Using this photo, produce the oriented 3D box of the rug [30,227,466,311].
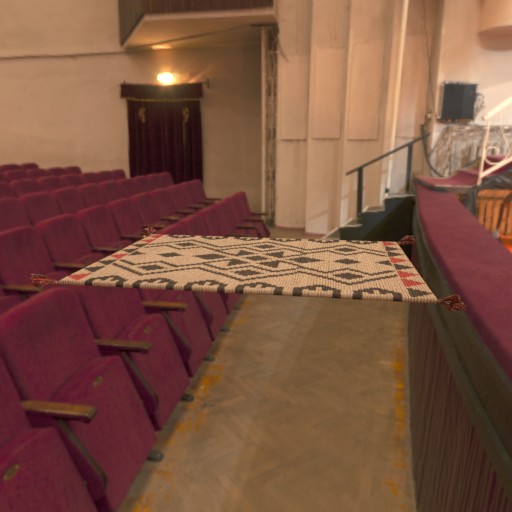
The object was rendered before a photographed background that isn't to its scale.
[{"bbox_3d":[0.000,0.000,2.677,2.069,0.067,1.444,2,14,9],"label":"rug"}]
